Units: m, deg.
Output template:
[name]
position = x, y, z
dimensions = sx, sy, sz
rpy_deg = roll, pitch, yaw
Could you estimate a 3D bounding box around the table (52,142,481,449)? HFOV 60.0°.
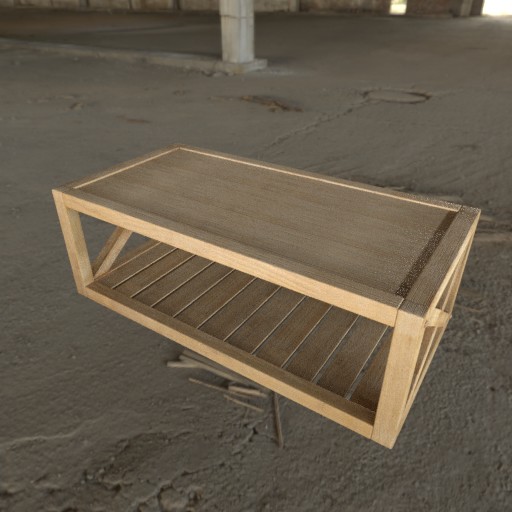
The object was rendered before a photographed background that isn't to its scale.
[table]
position = 0.000, 0.000, 1.621
dimensions = 1.321, 0.457, 0.660
rpy_deg = 19, 36, 28
